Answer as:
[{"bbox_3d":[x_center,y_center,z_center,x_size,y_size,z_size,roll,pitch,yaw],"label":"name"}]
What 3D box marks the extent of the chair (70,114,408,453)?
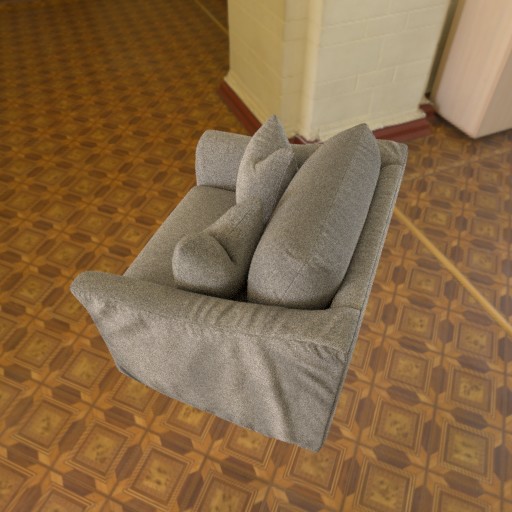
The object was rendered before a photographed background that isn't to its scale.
[{"bbox_3d":[0.000,0.000,2.050,1.071,1.059,1.194,16,49,15],"label":"chair"}]
